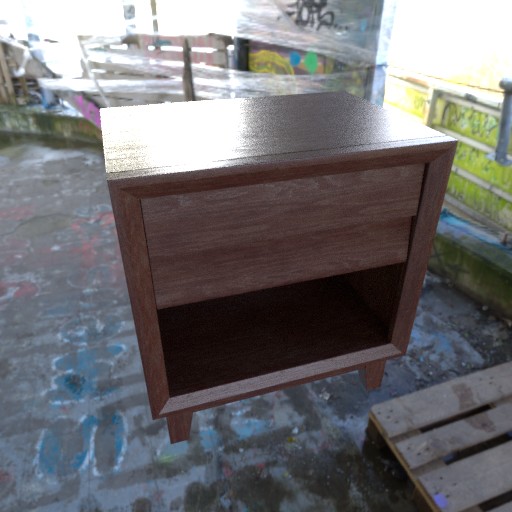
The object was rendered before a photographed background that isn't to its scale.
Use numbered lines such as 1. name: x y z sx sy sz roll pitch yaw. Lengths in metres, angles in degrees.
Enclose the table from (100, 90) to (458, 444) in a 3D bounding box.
1. table: 0.000 0.000 1.000 0.557 0.609 0.449 -10 33 -15
